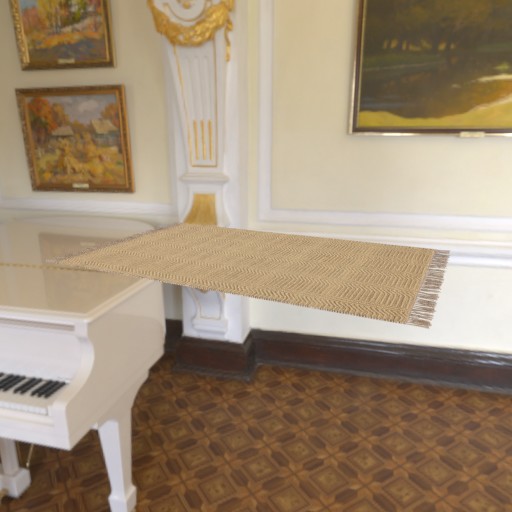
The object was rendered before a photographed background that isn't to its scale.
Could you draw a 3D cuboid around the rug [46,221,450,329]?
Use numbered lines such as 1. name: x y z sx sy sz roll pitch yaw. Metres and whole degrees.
1. rug: 0.000 0.000 2.554 2.021 0.027 1.224 7 17 25
